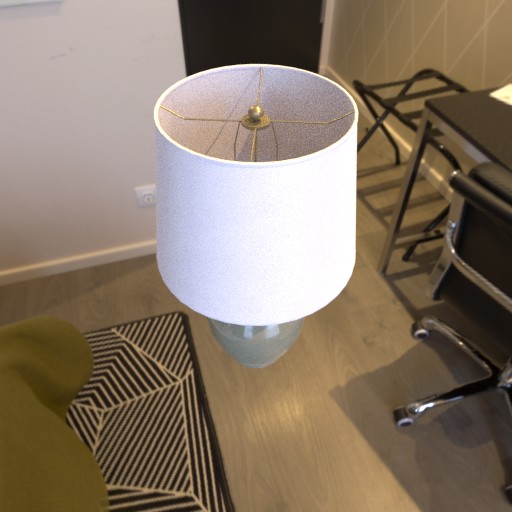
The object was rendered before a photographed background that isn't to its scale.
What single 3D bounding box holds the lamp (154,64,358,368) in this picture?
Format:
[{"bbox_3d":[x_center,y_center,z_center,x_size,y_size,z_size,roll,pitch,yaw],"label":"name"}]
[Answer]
[{"bbox_3d":[0.000,0.000,0.555,0.239,0.399,0.239,0,46,0],"label":"lamp"}]
